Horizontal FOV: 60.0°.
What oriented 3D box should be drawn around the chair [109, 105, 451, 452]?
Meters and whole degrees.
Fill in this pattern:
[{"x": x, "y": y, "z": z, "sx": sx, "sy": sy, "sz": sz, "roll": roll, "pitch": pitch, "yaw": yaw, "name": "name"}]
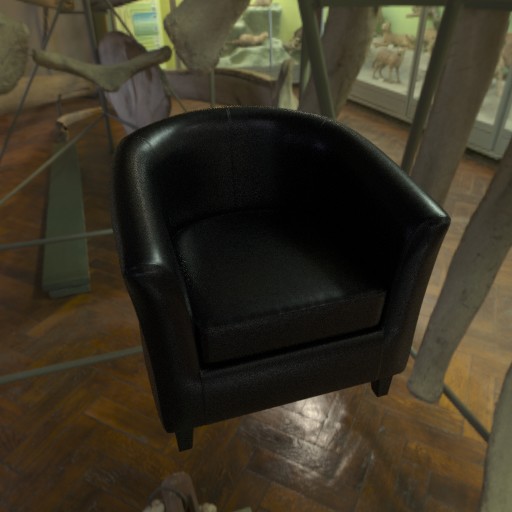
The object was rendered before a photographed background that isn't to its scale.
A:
[{"x": 0.000, "y": 0.000, "z": 1.374, "sx": 0.793, "sy": 0.756, "sz": 0.727, "roll": -10, "pitch": 33, "yaw": -15, "name": "chair"}]
